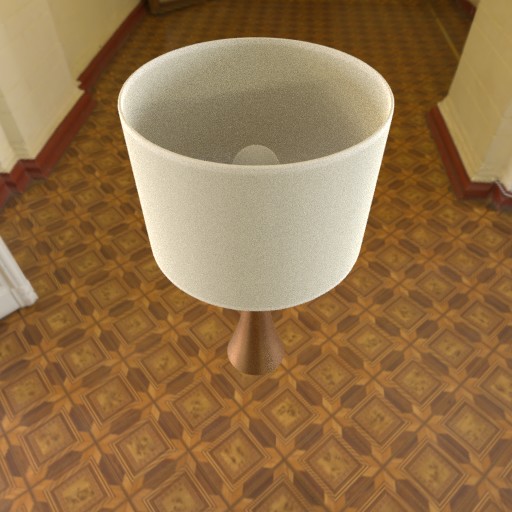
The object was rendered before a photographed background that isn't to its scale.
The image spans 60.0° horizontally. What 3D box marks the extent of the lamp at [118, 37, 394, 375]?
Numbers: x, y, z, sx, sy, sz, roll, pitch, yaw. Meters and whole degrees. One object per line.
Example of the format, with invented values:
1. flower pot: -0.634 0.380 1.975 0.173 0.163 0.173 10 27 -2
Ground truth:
1. lamp: 0.000 0.000 0.611 0.268 0.479 0.268 -32 54 -27
